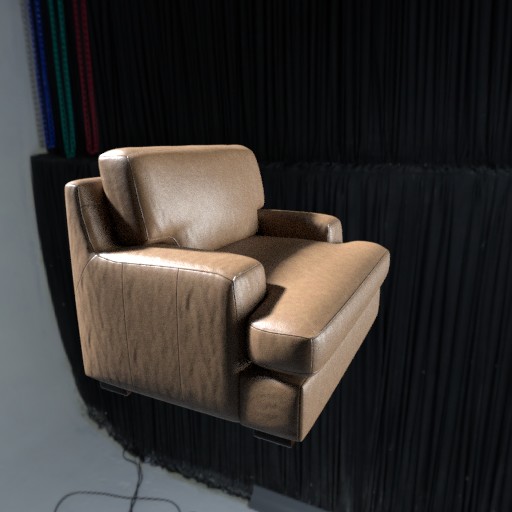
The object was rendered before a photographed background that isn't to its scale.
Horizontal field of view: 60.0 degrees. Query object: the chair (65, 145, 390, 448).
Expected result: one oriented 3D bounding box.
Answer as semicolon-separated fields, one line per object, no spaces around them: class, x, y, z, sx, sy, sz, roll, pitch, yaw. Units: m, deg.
chair;0.000;0.000;2.027;1.050;0.978;1.276;7;16;25
